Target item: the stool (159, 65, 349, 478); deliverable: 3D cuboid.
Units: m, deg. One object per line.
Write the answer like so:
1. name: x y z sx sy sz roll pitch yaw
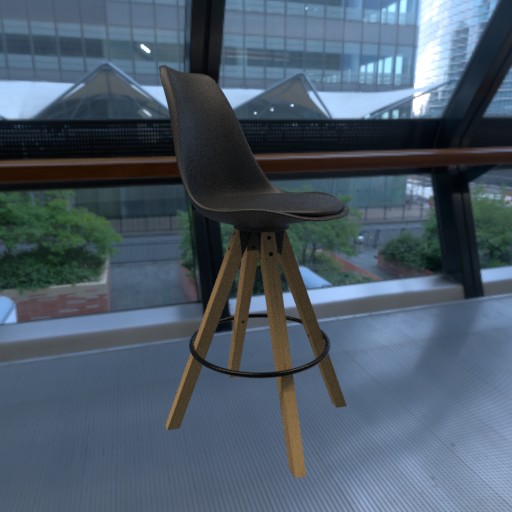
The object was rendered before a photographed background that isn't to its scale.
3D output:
1. stool: 0.000 0.000 1.377 0.550 1.115 0.485 7 16 27
